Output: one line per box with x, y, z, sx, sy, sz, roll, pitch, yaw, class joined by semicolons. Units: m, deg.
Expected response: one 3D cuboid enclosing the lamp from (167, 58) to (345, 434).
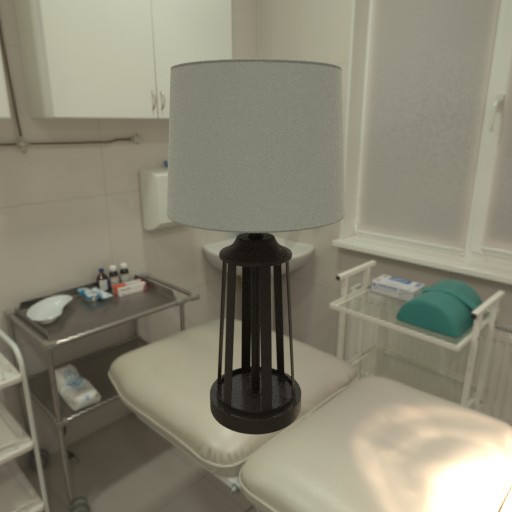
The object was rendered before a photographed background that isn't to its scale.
0.000;0.000;0.654;0.251;0.509;0.251;0;17;0;lamp
